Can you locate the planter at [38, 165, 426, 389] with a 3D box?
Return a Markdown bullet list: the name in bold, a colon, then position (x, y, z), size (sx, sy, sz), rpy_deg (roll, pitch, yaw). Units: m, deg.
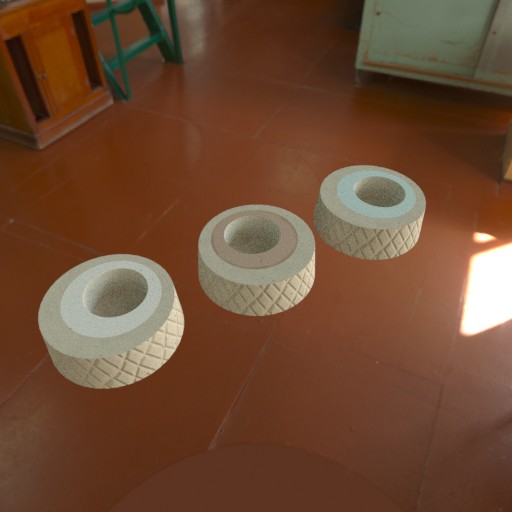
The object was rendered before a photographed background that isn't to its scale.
- **planter**: position (0.000, 0.000, 0.420), size (0.390, 0.038, 0.114), rpy_deg (-23, 50, -21)
